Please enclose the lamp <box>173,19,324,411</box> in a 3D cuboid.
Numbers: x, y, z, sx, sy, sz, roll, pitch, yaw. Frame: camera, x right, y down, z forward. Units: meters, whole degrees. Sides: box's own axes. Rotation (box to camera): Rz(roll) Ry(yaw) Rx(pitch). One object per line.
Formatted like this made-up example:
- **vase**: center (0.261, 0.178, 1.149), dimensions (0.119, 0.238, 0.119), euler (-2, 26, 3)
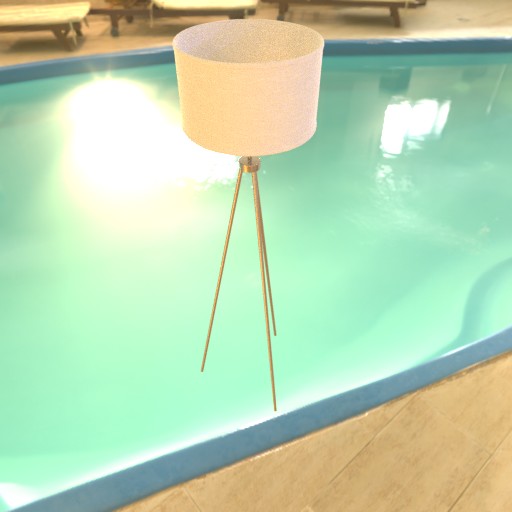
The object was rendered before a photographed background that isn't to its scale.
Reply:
- **lamp**: center (0.000, 0.000, 1.700), dimensions (0.448, 1.545, 0.458), euler (-25, 47, -25)
